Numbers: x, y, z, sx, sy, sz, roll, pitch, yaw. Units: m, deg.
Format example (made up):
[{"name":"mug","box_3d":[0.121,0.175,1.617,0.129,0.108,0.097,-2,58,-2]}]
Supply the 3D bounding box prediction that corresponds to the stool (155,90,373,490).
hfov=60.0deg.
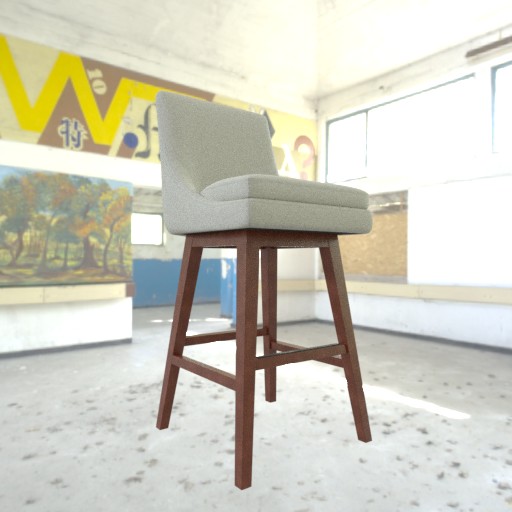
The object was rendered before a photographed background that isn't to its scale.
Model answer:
[{"name":"stool","box_3d":[0.000,0.000,1.378,0.470,1.092,0.559,0,0,-37]}]
